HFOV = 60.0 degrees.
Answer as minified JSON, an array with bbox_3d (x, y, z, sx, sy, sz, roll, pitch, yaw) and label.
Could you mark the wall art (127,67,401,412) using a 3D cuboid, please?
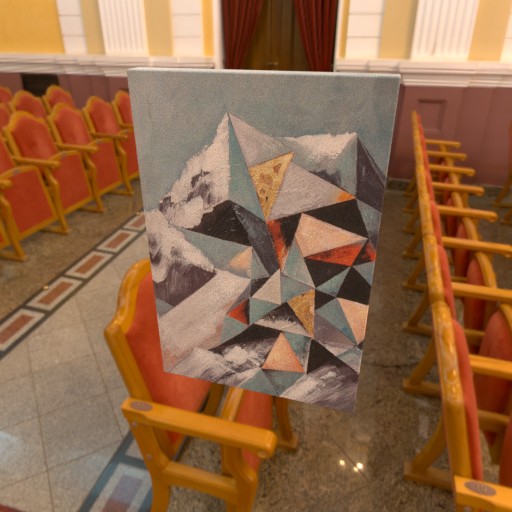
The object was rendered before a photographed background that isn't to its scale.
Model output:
[{"bbox_3d":[0.000,0.000,1.180,0.609,0.911,0.061,8,28,15],"label":"wall art"}]
